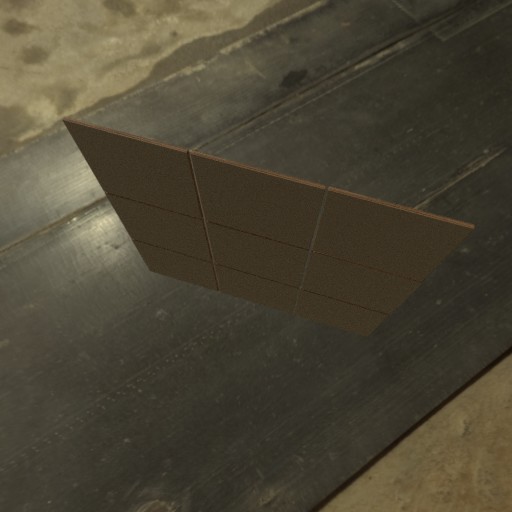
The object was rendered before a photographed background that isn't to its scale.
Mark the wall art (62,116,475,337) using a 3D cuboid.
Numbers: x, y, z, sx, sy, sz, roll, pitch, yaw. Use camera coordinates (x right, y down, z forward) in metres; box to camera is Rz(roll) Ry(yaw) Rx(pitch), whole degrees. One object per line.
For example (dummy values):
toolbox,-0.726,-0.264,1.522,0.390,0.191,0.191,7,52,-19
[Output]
wall art,0.000,0.000,1.364,0.919,0.917,0.010,16,67,7
